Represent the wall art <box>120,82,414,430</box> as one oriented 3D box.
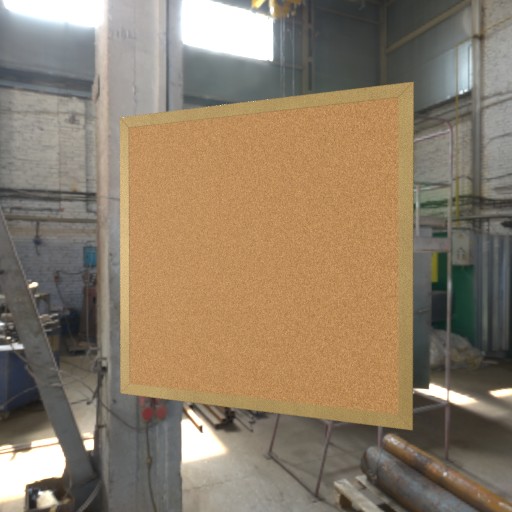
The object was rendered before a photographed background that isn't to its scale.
[{"bbox_3d":[0.000,0.000,0.456,0.305,0.305,0.038,0,0,19],"label":"wall art"}]
